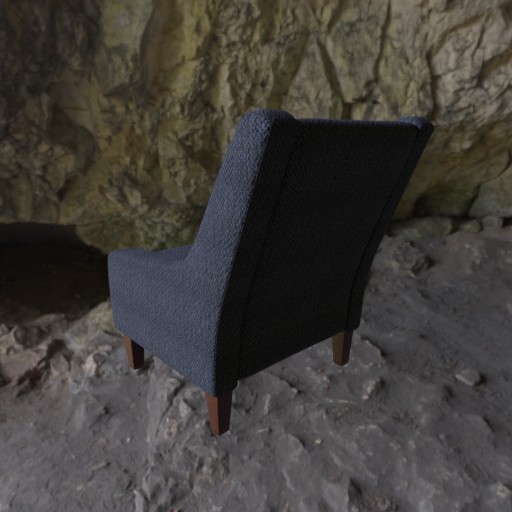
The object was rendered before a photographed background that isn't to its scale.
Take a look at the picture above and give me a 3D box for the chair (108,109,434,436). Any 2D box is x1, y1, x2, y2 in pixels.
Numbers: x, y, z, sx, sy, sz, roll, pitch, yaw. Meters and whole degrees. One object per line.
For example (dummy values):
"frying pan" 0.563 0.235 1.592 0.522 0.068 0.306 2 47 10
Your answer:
"chair" 0.000 0.000 1.693 0.793 1.012 0.944 -14 21 -41
